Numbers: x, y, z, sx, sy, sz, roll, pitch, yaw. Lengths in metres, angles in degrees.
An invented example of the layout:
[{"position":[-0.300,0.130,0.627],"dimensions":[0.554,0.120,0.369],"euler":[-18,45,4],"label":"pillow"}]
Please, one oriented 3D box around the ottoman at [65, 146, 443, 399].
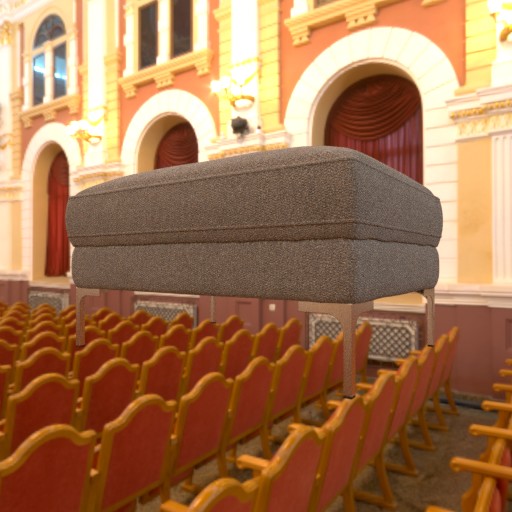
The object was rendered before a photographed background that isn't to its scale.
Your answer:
[{"position":[0.000,0.000,1.139],"dimensions":[0.785,0.464,0.583],"euler":[0,-1,35],"label":"ottoman"}]
